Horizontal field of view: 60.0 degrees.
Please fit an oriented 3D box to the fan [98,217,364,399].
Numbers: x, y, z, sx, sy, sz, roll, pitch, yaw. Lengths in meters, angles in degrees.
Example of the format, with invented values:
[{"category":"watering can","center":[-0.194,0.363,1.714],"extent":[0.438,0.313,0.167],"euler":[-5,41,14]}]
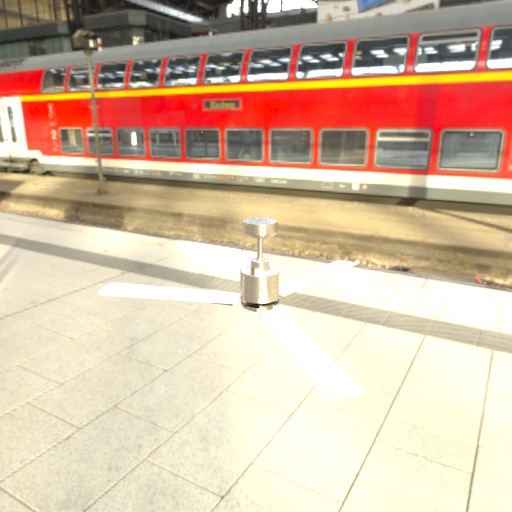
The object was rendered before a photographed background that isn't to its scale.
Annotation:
[{"category":"fan","center":[0.000,0.000,2.381],"extent":[1.561,0.446,1.531],"euler":[9,19,27]}]
